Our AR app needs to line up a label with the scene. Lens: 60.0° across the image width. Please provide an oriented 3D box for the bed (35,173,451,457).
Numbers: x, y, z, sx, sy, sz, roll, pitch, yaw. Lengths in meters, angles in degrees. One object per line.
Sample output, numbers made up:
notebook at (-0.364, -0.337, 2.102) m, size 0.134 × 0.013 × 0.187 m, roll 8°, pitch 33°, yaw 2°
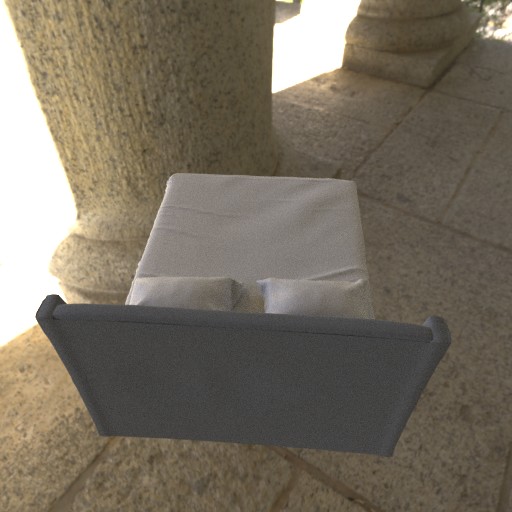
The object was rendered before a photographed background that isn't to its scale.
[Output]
bed at (0.000, 0.000, 3.240) m, size 1.925 × 1.332 × 2.276 m, roll 3°, pitch 45°, yaw 3°
